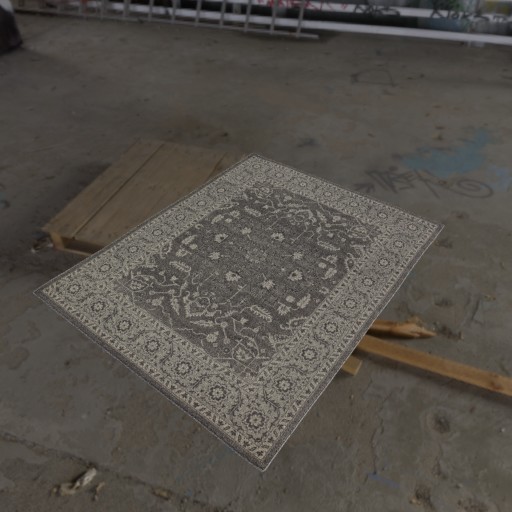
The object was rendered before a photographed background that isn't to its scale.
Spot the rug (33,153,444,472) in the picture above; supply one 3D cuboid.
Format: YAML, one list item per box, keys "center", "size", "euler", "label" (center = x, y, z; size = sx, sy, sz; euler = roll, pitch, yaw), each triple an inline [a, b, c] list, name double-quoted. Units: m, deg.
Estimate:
- center: [0.000, 0.000, 4.115]
  size: [2.451, 0.026, 3.069]
  euler: [27, 48, 27]
  label: "rug"
